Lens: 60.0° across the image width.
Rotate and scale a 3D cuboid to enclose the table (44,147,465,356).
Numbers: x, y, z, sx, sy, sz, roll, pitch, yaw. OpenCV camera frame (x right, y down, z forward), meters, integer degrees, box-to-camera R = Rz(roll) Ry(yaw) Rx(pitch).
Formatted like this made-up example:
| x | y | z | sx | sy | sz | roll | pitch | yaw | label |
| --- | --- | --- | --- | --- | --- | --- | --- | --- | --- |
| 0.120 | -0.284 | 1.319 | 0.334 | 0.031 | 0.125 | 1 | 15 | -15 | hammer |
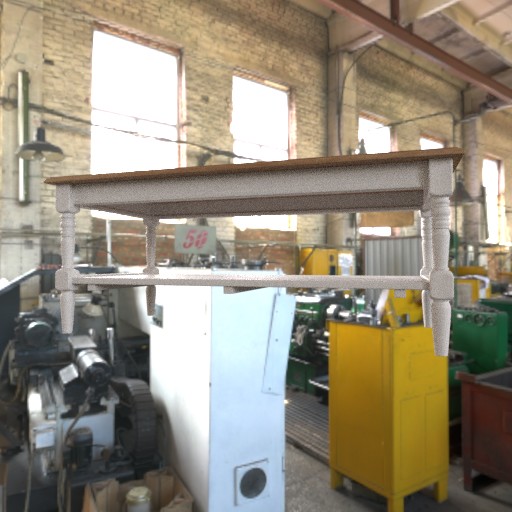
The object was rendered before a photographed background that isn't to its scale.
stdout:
| x | y | z | sx | sy | sz | roll | pitch | yaw | label |
| --- | --- | --- | --- | --- | --- | --- | --- | --- | --- |
| 0.000 | 0.000 | 1.377 | 1.118 | 0.458 | 0.559 | 0 | -1 | 18 | table |
